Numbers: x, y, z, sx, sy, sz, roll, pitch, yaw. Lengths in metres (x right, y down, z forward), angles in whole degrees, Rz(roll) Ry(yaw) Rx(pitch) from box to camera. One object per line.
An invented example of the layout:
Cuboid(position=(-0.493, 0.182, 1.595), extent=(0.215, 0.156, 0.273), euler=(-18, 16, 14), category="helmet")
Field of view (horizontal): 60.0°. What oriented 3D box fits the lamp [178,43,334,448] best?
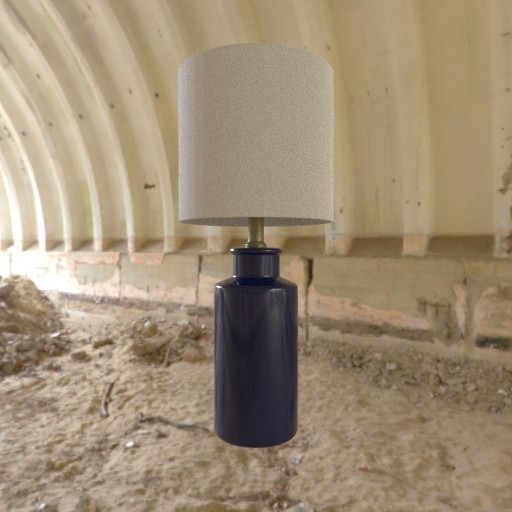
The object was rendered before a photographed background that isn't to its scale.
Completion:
Cuboid(position=(0.000, 0.000, 0.618), extent=(0.212, 0.493, 0.212), euler=(0, 1, 0), category="lamp")
